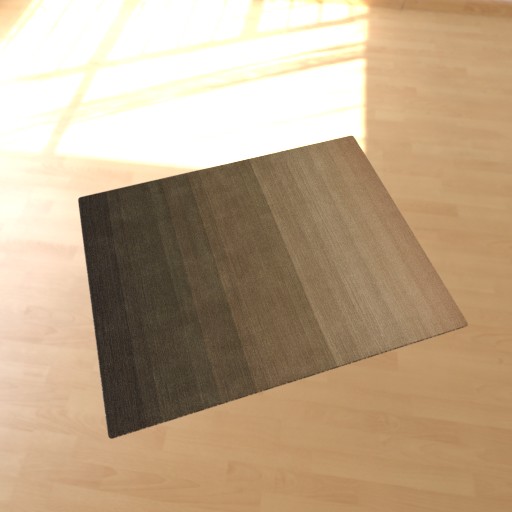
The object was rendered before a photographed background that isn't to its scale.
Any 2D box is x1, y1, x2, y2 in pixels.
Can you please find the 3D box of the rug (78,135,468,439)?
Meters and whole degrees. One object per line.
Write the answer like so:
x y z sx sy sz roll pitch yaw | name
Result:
0.000 0.000 3.941 2.902 0.017 2.306 -15 59 -9 | rug
